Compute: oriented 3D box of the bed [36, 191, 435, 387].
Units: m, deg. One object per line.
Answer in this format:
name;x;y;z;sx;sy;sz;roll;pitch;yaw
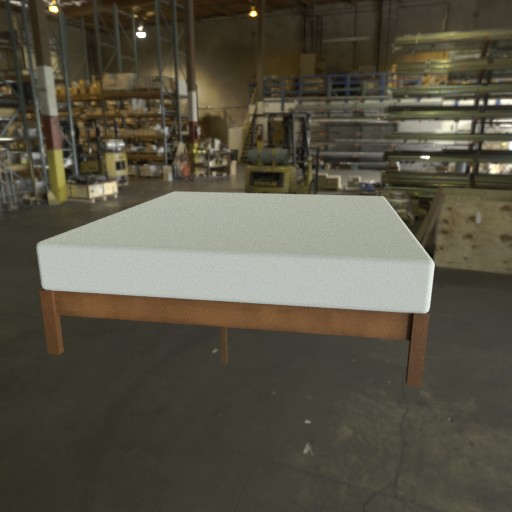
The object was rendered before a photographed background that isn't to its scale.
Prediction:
bed;0.000;0.000;3.121;1.930;0.616;2.049;3;16;9
